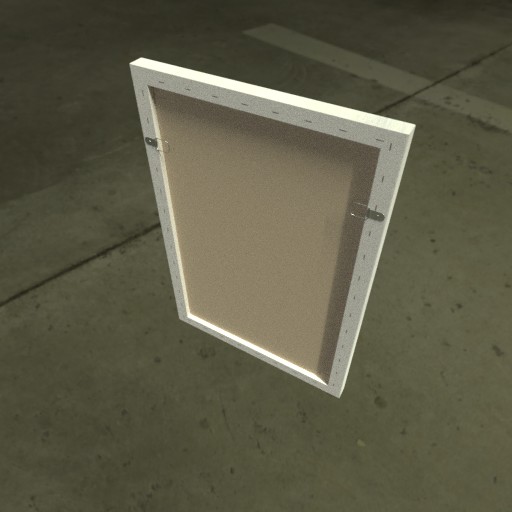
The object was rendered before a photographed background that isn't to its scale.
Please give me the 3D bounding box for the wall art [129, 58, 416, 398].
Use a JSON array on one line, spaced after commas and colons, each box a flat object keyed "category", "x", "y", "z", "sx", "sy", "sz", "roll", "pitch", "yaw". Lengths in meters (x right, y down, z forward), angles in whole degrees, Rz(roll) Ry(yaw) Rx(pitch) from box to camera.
[{"category": "wall art", "x": 0.000, "y": 0.000, "z": 1.196, "sx": 0.624, "sy": 0.914, "sz": 0.043, "roll": 22, "pitch": 48, "yaw": 21}]
